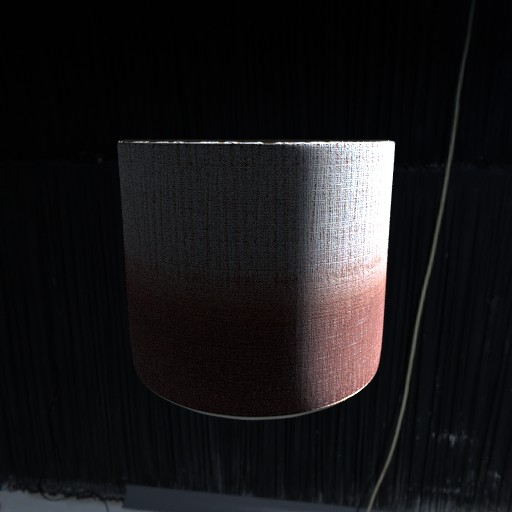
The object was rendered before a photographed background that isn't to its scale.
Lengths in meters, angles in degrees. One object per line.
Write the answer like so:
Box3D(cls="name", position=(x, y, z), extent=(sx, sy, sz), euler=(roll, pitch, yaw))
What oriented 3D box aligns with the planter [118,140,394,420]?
Box3D(cls="planter", position=(0.000, 0.000, 0.311), extent=(0.178, 0.157, 0.178), euler=(0, 15, 0))
